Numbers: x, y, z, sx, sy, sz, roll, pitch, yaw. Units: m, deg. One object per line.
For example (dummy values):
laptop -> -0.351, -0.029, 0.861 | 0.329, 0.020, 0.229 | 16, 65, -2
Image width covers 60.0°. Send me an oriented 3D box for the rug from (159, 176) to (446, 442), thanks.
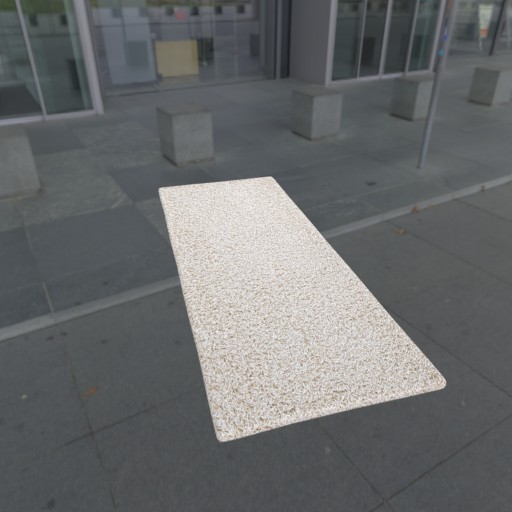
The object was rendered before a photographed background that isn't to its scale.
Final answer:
rug -> 0.000, 0.000, 1.708 | 0.609, 0.030, 1.524 | -8, 32, -13
